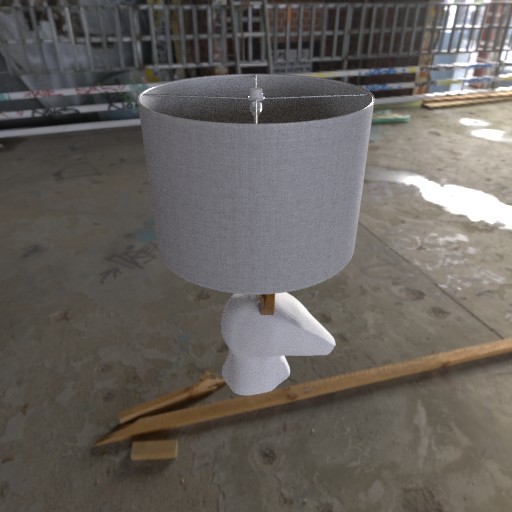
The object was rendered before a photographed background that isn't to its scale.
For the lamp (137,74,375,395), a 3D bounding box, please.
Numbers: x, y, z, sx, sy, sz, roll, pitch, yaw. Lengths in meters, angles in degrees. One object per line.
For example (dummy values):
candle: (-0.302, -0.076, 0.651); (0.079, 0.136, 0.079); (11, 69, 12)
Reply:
lamp: (0.000, 0.000, 0.700); (0.298, 0.503, 0.298); (0, 31, 0)
